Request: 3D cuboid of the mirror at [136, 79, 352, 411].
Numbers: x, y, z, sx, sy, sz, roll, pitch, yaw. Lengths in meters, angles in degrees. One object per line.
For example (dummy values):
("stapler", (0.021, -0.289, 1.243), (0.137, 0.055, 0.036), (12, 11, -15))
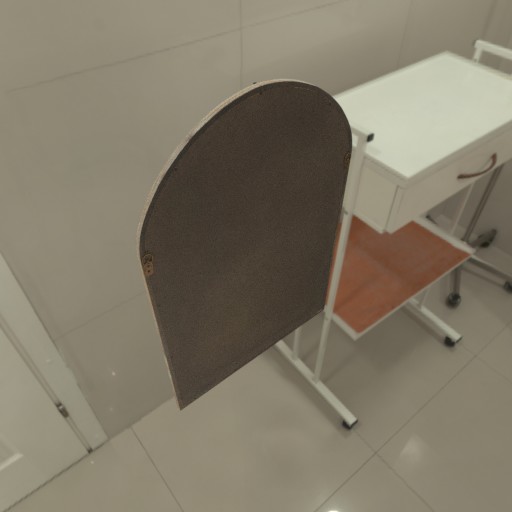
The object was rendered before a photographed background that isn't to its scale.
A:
("mirror", (0.000, 0.000, 1.152), (0.609, 0.915, 0.032), (-30, 52, -26))
